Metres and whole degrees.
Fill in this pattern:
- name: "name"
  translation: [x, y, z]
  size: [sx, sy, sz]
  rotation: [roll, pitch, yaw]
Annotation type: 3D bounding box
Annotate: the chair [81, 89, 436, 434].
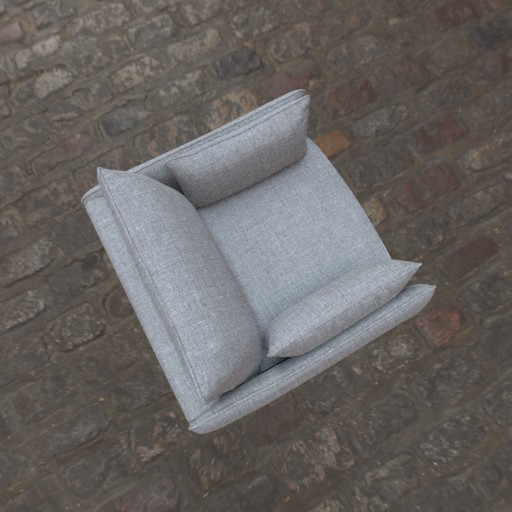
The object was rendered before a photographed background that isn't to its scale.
- name: "chair"
  translation: [0.000, 0.000, 1.730]
  size: [0.976, 0.839, 0.993]
  rotation: [-28, 77, -7]
